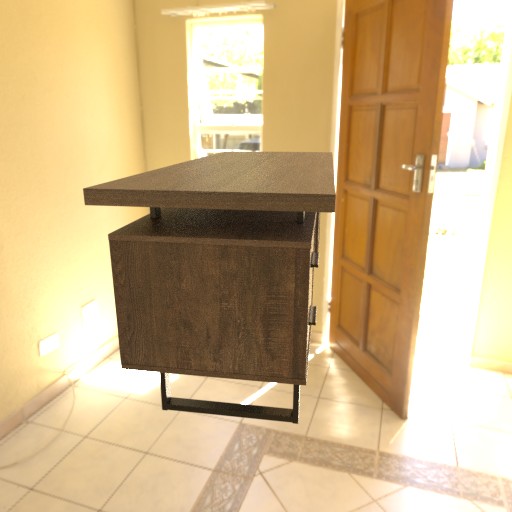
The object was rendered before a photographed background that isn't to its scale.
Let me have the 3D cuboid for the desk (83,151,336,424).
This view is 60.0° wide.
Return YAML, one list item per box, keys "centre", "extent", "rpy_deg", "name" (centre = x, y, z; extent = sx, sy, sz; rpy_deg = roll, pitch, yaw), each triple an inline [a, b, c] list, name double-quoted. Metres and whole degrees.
- centre: [0.000, 0.000, 1.850]
  extent: [0.600, 0.760, 1.524]
  rpy_deg: [3, 17, 9]
  name: "desk"
